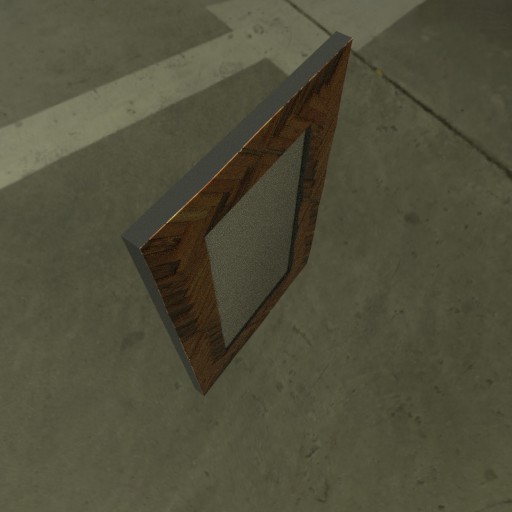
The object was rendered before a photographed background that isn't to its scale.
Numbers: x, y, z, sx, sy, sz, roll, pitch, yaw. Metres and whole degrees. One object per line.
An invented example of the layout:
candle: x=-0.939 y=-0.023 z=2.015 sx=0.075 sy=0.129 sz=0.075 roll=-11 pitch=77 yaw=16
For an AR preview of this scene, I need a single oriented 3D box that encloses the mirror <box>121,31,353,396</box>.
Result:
mirror: x=0.000 y=0.000 z=1.155 sx=0.044 sy=0.912 sz=0.606 roll=32 pitch=65 yaw=17
